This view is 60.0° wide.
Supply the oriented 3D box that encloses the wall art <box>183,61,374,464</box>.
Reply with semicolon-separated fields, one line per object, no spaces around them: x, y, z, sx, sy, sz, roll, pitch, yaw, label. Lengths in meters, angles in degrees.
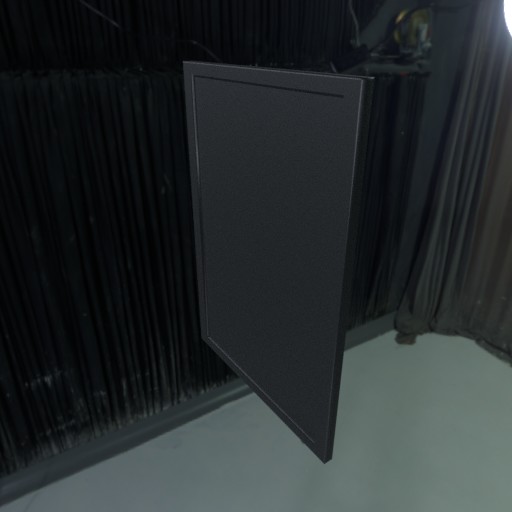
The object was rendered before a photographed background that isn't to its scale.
0.000;0.000;0.550;0.013;0.431;0.303;-17;31;-31;wall art
